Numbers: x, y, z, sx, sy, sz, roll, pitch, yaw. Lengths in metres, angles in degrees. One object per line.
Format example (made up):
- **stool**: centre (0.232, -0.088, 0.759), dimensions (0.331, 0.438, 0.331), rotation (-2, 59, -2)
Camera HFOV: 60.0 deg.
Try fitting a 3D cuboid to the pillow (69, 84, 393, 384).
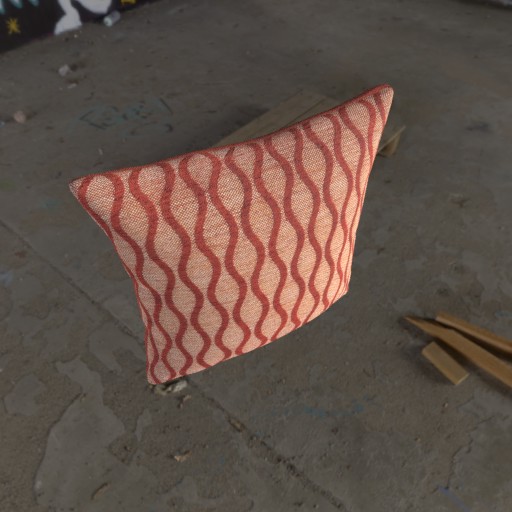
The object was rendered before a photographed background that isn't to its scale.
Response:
- **pillow**: centre (0.000, 0.000, 0.671), dimensions (0.429, 0.434, 0.159), rotation (-23, 51, -20)
